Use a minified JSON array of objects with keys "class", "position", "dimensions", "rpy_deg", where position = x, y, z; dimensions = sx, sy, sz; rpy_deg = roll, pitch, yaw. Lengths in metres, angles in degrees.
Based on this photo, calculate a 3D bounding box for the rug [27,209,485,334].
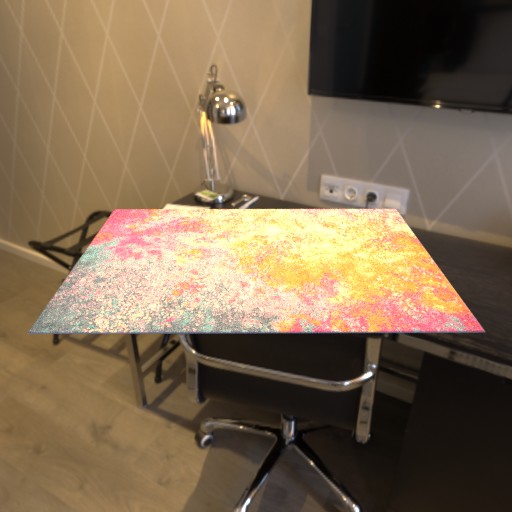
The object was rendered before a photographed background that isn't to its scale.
[{"class":"rug","position":[0.000,0.000,3.665],"dimensions":[2.896,0.013,2.007],"rpy_deg":[0,29,0]}]
